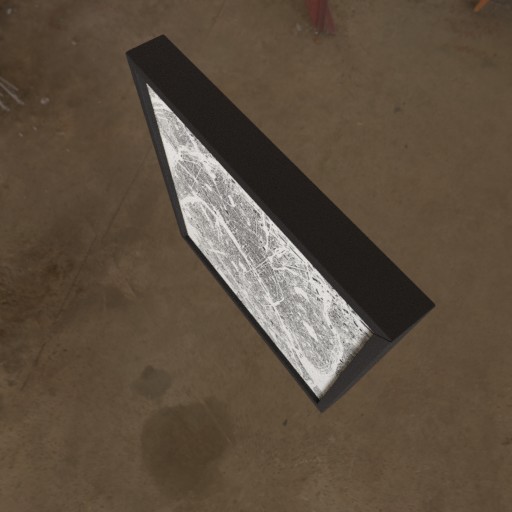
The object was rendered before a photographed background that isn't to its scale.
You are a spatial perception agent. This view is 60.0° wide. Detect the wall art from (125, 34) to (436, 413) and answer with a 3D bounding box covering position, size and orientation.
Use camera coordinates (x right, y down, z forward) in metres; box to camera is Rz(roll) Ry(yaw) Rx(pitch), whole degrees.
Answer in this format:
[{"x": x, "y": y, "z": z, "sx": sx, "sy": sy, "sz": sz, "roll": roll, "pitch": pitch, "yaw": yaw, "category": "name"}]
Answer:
[{"x": 0.000, "y": 0.000, "z": 0.448, "sx": 0.037, "sy": 0.305, "sz": 0.305, "roll": -34, "pitch": 68, "yaw": -16, "category": "wall art"}]
